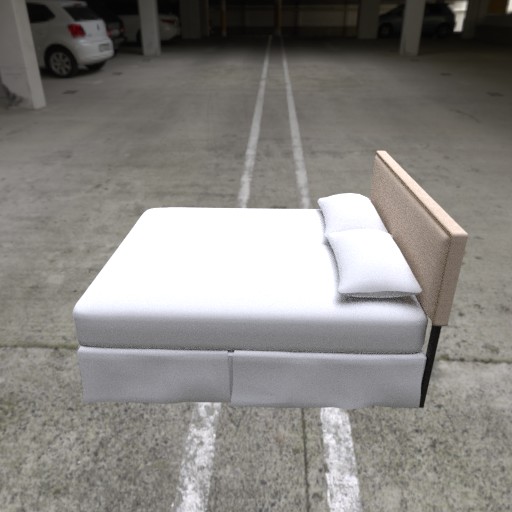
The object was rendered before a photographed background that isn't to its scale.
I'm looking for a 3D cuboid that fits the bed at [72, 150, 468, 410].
[{"bbox_3d":[0.000,0.000,2.854,1.876,1.016,1.616,1,26,2],"label":"bed"}]
